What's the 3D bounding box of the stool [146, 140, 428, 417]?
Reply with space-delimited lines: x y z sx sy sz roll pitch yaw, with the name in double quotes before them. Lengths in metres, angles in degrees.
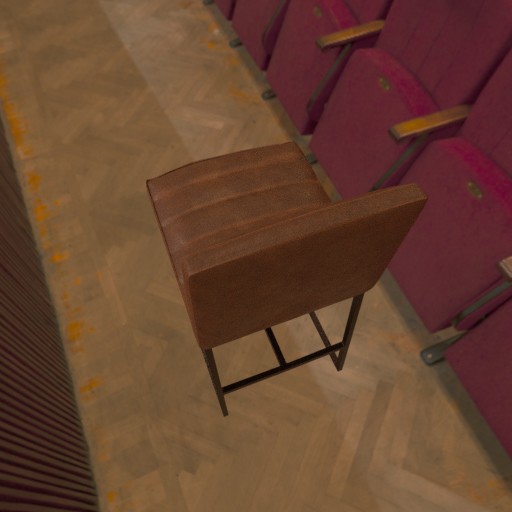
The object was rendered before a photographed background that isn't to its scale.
"stool" 0.000 0.000 1.244 0.463 0.942 0.562 -18 59 -11
